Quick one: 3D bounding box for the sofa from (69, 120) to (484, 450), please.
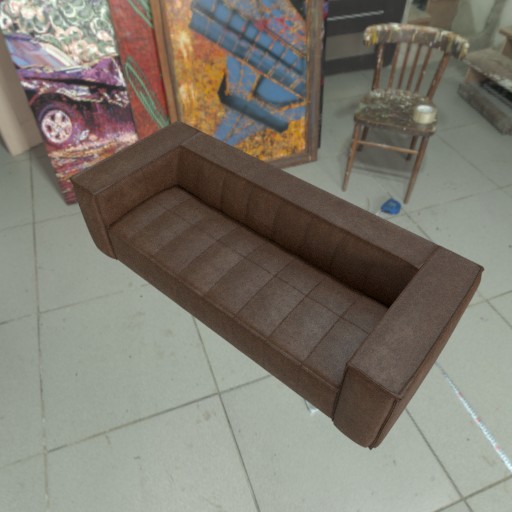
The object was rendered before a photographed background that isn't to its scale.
[{"bbox_3d":[0.000,0.000,3.035,2.581,0.701,1.102,31,54,26],"label":"sofa"}]
